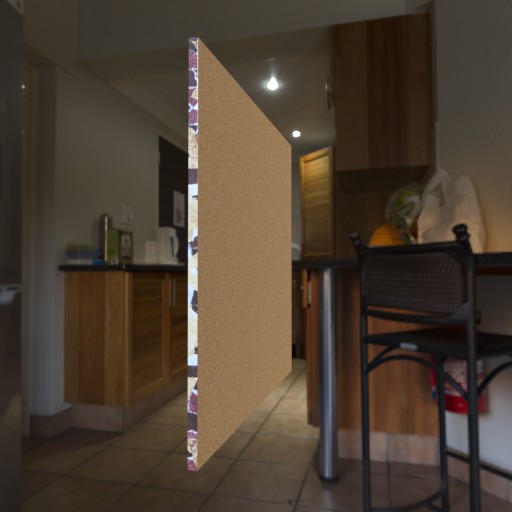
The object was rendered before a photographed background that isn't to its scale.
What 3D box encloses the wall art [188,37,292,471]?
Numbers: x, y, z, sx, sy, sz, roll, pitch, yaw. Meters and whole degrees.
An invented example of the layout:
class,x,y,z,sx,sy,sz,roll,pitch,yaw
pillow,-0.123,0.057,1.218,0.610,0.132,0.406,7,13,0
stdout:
class,x,y,z,sx,sy,sz,roll,pitch,yaw
wall art,0.000,0.000,0.609,0.010,0.406,0.404,0,-1,17
